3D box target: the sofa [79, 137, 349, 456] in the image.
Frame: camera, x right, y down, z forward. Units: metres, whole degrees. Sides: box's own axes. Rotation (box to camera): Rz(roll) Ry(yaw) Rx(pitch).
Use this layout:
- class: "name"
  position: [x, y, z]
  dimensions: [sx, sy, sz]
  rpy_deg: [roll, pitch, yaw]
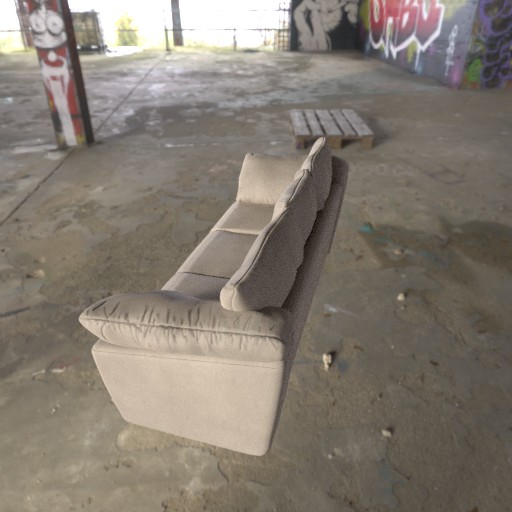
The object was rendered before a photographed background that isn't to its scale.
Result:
- class: "sofa"
  position: [0.000, 0.000, 2.781]
  dimensions: [0.878, 0.996, 2.334]
  rpy_deg: [8, 31, 14]
